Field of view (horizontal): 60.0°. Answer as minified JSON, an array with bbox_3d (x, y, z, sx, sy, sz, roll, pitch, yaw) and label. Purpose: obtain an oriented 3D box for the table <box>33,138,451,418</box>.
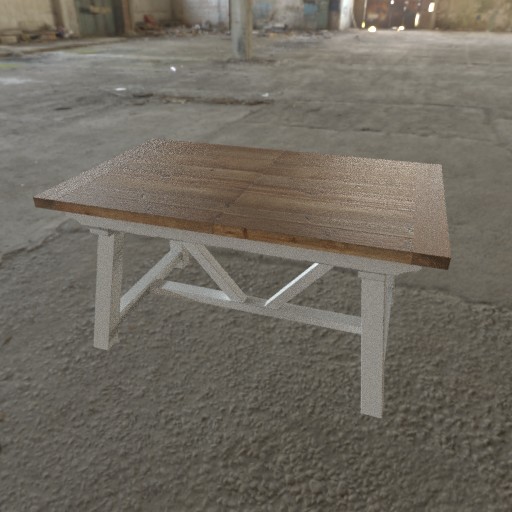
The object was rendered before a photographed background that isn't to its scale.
[{"bbox_3d":[0.000,0.000,2.060,1.503,0.743,0.922,9,31,16],"label":"table"}]
